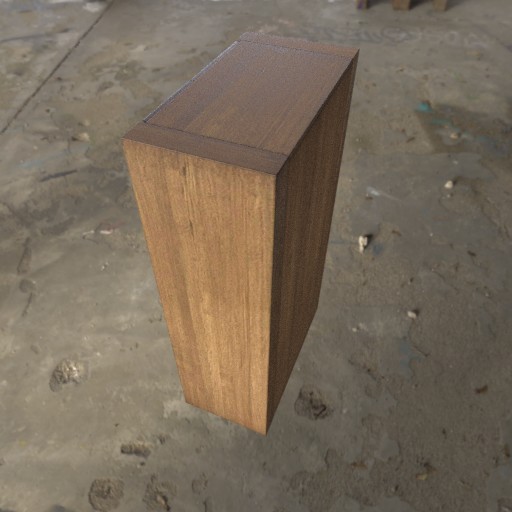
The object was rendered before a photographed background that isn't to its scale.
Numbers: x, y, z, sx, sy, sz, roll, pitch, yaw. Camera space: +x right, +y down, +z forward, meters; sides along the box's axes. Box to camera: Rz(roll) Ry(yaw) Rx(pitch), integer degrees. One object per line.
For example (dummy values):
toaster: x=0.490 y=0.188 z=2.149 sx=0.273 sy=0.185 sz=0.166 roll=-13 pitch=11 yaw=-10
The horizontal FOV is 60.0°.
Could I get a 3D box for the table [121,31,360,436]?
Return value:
table: x=0.000 y=0.000 z=2.533 sx=0.600 sy=2.000 sz=1.100 roll=17 pitch=48 yaw=16
